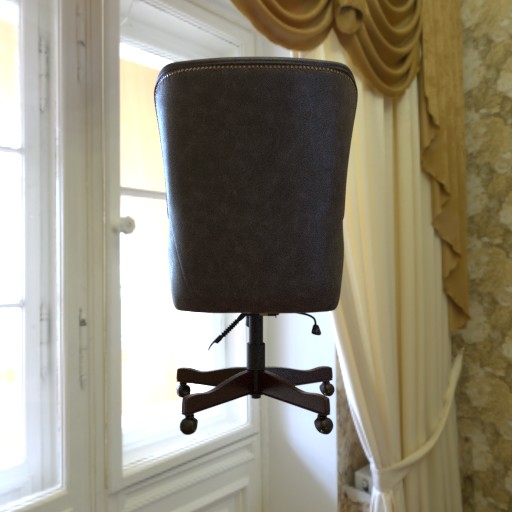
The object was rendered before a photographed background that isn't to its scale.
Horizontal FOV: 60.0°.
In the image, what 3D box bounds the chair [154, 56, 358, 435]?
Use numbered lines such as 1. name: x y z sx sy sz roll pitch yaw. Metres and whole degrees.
1. chair: 0.000 0.000 1.474 0.594 1.037 0.717 0 0 0
